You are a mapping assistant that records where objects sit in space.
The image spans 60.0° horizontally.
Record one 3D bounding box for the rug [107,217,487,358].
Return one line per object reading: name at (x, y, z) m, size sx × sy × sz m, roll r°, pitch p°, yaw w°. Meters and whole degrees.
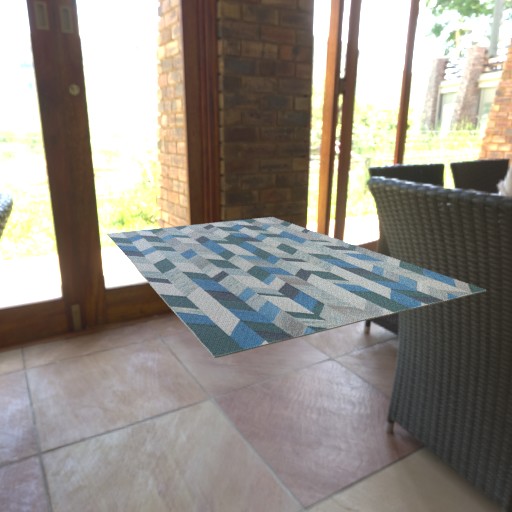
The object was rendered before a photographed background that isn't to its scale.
rug at (0.000, 0.000, 2.341) m, size 1.229 × 0.005 × 1.827 m, roll -8°, pitch 18°, yaw -26°
